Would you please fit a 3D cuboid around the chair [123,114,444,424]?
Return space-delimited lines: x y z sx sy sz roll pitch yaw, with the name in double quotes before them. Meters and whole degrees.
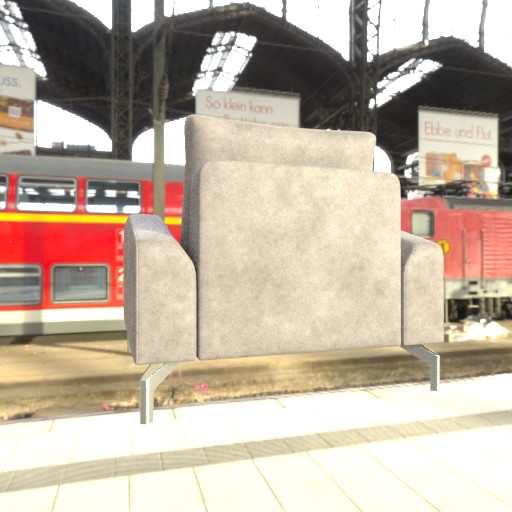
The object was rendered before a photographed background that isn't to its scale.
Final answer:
"chair" 0.000 0.000 1.599 0.900 0.800 0.900 0 0 -18
